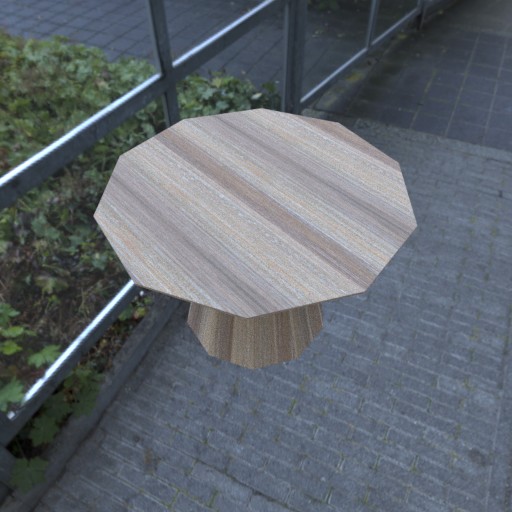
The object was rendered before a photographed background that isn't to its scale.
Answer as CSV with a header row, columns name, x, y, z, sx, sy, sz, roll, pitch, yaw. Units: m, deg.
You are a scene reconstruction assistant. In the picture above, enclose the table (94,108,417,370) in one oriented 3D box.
name,x,y,z,sx,sy,sz,roll,pitch,yaw
table,0.000,0.000,1.943,1.186,0.752,1.186,0,47,0
